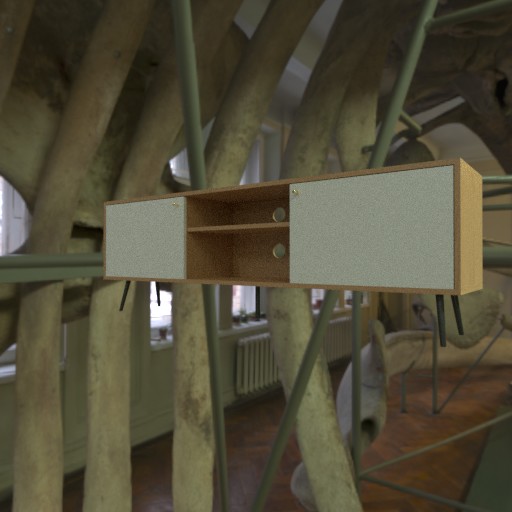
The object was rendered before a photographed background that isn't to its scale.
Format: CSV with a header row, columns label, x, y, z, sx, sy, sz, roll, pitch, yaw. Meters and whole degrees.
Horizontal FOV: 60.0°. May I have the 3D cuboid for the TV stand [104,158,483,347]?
label,x,y,z,sx,sy,sz,roll,pitch,yaw
TV stand,0.000,0.000,1.980,1.760,0.580,0.400,0,0,36
